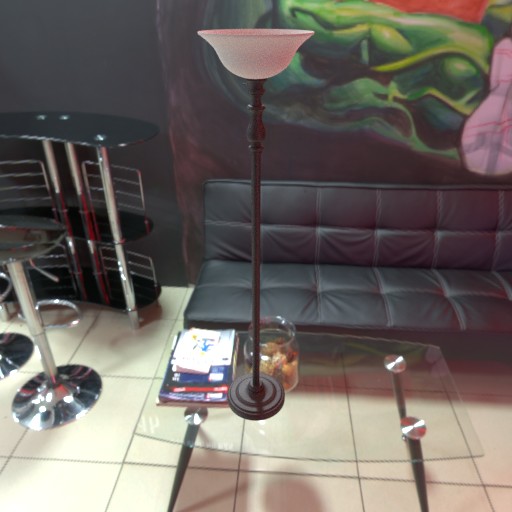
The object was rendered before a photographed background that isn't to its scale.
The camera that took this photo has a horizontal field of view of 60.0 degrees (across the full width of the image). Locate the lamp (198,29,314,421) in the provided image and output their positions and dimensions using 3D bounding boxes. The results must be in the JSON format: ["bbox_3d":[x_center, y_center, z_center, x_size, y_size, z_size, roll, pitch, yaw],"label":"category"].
[{"bbox_3d":[0.000,0.000,1.986,0.405,1.797,0.405,20,35,31],"label":"lamp"}]
